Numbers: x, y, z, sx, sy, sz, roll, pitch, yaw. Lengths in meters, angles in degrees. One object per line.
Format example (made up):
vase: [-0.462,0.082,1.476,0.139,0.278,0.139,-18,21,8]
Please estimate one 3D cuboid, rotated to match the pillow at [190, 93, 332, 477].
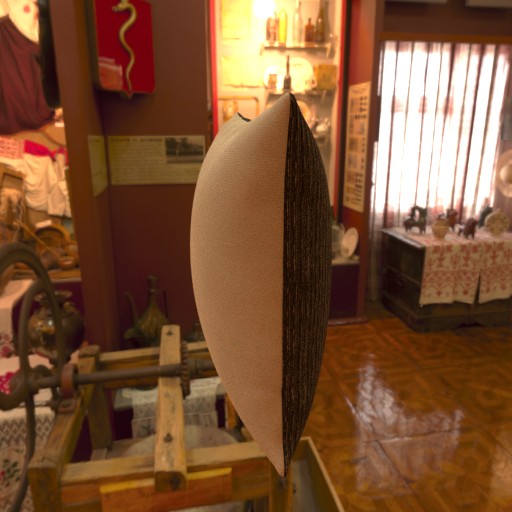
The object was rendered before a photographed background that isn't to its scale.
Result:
pillow: [0.000,0.000,0.673,0.196,0.434,0.433,-3,16,-9]
